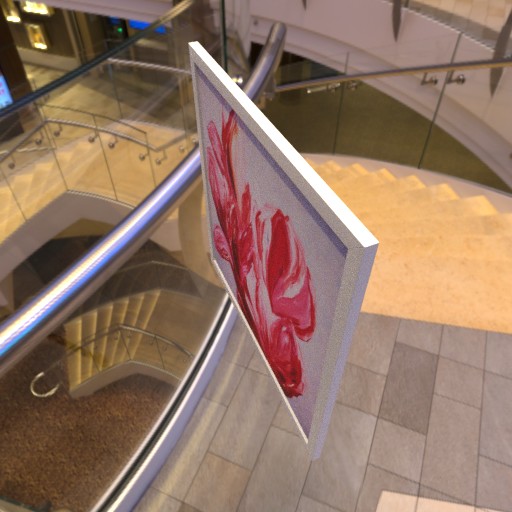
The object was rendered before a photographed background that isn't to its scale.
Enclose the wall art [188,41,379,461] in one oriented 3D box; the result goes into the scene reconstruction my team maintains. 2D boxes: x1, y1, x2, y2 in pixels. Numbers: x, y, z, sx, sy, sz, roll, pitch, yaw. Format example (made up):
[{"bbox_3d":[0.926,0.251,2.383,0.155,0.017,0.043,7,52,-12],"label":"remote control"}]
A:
[{"bbox_3d":[0.000,0.000,0.954,0.020,0.661,0.664,-17,48,-16],"label":"wall art"}]
